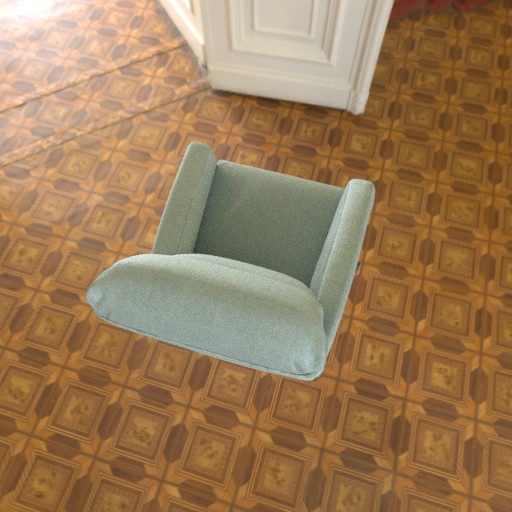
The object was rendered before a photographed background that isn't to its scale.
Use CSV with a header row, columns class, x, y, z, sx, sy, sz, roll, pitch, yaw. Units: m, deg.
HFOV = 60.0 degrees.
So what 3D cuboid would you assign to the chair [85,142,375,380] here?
class,x,y,z,sx,sy,sz,roll,pitch,yaw
chair,0.000,0.000,1.651,0.812,1.013,0.940,15,65,7
